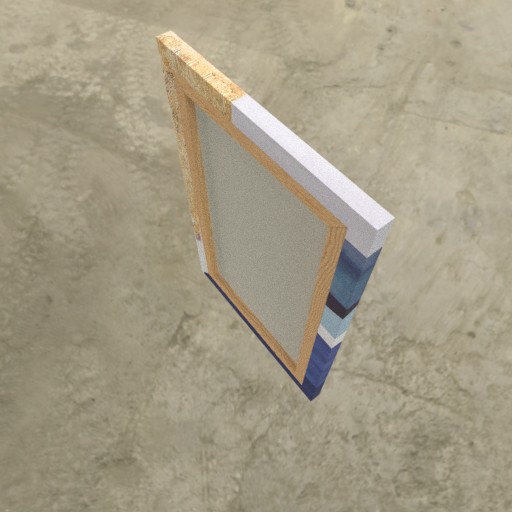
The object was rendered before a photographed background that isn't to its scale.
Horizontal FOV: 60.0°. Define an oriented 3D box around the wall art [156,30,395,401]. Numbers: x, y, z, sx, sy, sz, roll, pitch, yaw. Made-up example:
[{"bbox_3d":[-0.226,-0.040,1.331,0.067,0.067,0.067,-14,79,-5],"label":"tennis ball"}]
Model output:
[{"bbox_3d":[0.000,0.000,1.146,0.039,0.911,0.607,-33,63,-20],"label":"wall art"}]
